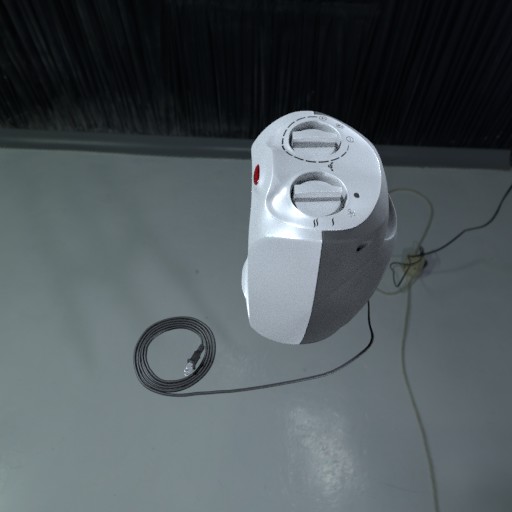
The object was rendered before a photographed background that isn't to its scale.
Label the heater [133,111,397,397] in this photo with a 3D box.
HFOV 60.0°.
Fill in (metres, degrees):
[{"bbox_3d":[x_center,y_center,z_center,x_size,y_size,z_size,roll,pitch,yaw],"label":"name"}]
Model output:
[{"bbox_3d":[0.000,0.000,0.467,0.291,0.240,0.239,1,59,1],"label":"heater"}]
